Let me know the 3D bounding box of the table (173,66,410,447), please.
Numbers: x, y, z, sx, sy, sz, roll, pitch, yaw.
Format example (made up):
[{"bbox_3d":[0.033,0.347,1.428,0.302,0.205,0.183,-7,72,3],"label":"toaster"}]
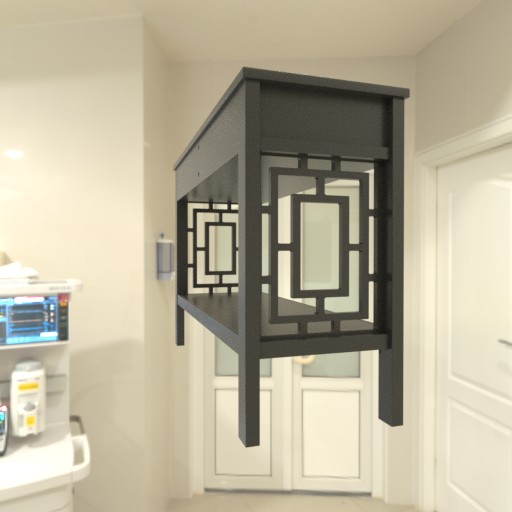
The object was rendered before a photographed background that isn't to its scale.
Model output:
[{"bbox_3d":[0.000,0.000,1.438,0.397,0.753,1.068,0,1,-18],"label":"table"}]
